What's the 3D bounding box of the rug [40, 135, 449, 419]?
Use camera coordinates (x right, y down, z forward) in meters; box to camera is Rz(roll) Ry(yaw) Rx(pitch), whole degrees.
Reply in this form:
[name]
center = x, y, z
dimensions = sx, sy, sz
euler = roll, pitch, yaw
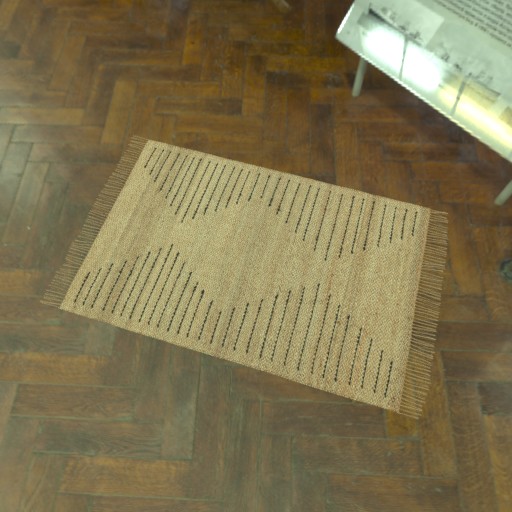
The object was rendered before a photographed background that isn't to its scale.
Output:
[rug]
center = 0.000, 0.000, 2.517
dimensions = 2.085, 0.027, 1.224
euler = 15, 64, 8
